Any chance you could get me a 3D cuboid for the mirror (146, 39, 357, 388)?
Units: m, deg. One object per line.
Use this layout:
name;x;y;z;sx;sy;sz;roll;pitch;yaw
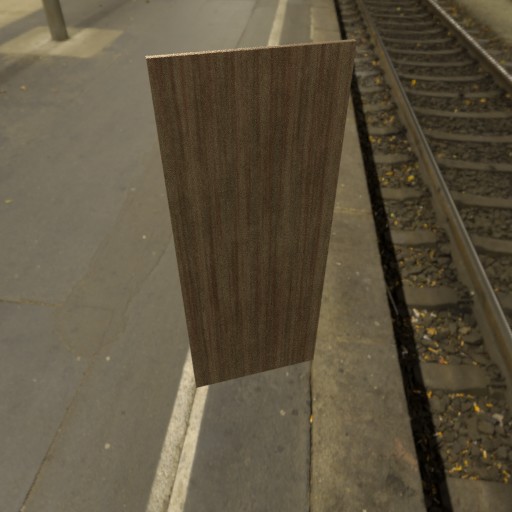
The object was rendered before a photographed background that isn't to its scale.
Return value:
mirror;0.000;0.000;2.312;0.812;2.032;0.025;-10;41;-12
